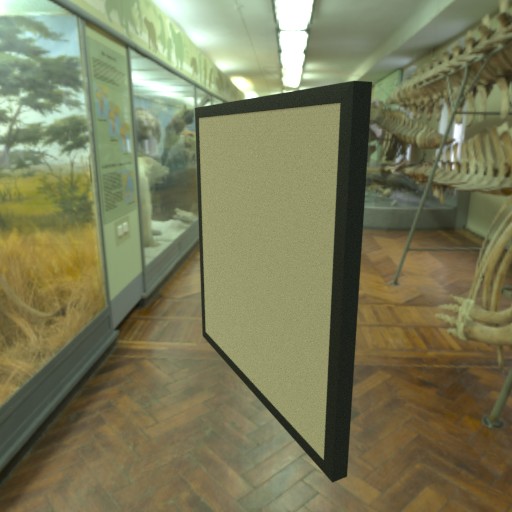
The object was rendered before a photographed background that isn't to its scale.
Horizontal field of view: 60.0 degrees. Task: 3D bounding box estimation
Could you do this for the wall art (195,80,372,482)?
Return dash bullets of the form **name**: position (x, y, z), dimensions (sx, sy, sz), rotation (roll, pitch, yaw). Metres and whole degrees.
- **wall art**: position (0.000, 0.000, 0.454), dimensions (0.015, 0.304, 0.306), rotation (-7, 17, -26)
